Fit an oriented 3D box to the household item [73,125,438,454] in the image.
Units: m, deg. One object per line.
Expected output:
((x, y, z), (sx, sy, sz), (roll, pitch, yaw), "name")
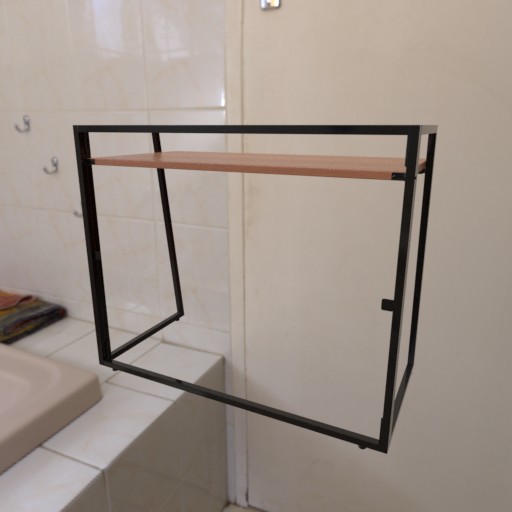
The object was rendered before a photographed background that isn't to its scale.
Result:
((0.000, 0.000, 1.518), (1.050, 0.860, 0.510), (8, 18, 25), "household item")
